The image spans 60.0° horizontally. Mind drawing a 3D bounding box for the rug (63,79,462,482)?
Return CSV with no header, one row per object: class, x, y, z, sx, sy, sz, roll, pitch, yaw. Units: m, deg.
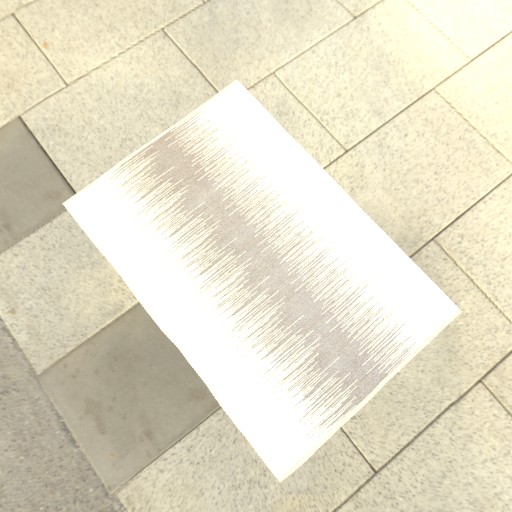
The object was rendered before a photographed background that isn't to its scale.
rug,0.000,0.000,2.331,1.226,0.007,1.815,-39,78,-10
